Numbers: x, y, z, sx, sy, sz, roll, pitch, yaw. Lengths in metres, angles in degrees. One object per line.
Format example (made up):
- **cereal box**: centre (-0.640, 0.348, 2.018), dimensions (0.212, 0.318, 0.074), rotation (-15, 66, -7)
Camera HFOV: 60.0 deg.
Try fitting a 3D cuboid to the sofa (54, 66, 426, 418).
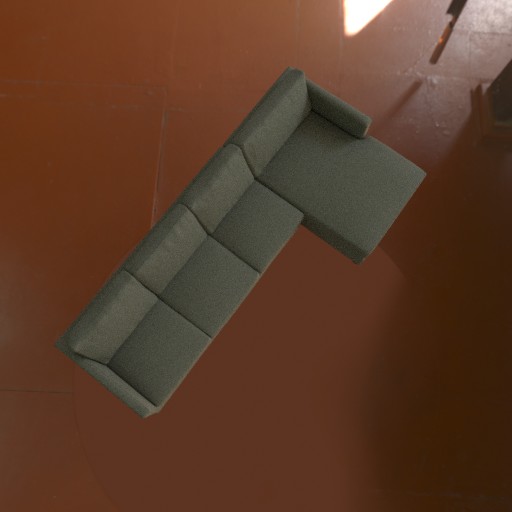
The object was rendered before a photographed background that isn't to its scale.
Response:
- **sofa**: centre (0.000, 0.000, 3.903), dimensions (1.625, 0.861, 3.186), rotation (36, 79, 8)
